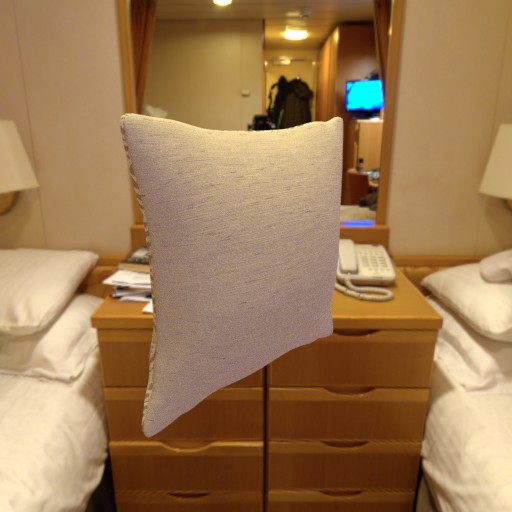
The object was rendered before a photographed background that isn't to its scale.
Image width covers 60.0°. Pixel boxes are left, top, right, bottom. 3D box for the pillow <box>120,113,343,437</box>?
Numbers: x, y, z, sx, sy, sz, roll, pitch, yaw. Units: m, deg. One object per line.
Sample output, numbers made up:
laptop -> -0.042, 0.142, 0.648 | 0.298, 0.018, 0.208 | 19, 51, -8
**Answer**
pillow -> 0.000, 0.000, 0.692 | 0.167, 0.421, 0.438 | 15, 22, 42
